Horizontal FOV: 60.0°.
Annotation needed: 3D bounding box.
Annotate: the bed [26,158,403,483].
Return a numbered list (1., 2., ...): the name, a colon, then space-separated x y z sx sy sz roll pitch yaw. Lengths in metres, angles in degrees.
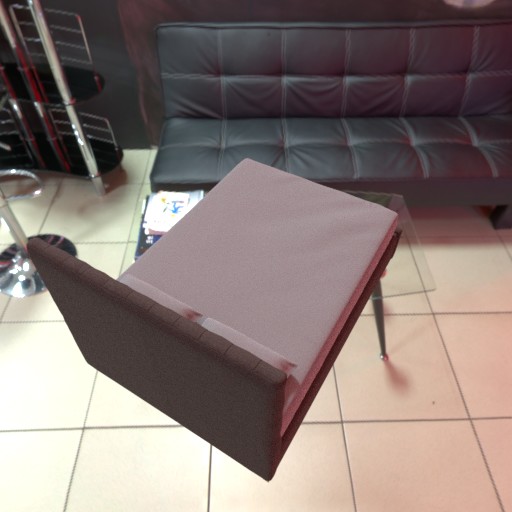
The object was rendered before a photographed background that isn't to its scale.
1. bed: 0.000 0.000 3.421 1.698 1.427 2.387 24 52 21
